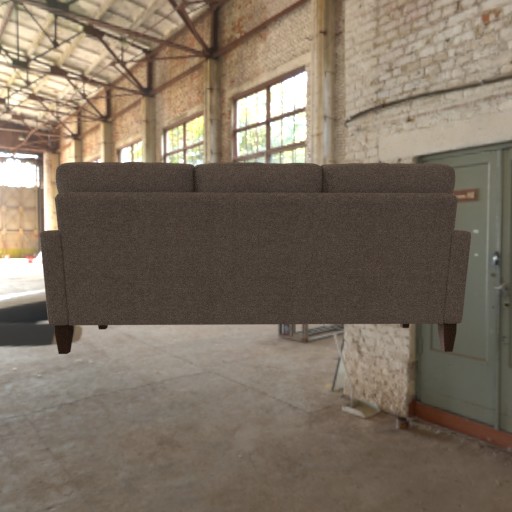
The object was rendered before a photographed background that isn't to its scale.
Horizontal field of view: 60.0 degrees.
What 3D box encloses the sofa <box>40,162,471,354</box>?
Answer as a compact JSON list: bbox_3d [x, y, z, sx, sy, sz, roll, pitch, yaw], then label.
[{"bbox_3d":[0.000,0.000,2.564,2.115,0.984,0.888,0,2,-1],"label":"sofa"}]
